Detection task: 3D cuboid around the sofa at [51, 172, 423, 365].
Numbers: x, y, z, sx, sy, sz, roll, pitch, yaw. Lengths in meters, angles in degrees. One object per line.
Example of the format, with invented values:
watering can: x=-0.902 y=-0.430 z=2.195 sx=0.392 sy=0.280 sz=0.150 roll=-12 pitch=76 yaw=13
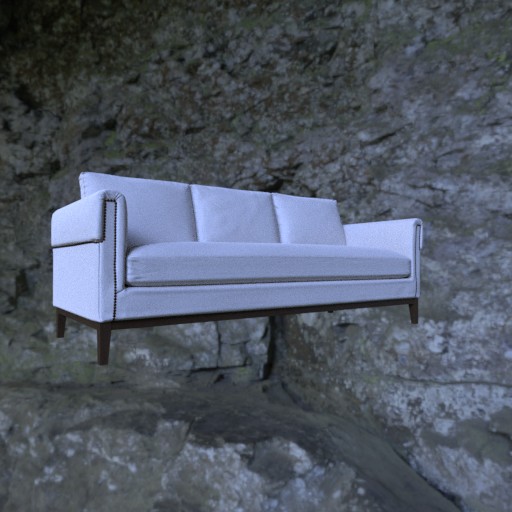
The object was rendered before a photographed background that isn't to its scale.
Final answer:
sofa: x=0.000 y=0.000 z=2.737 sx=2.198 sy=0.911 sz=0.902 roll=1 pitch=-1 yaw=-35
